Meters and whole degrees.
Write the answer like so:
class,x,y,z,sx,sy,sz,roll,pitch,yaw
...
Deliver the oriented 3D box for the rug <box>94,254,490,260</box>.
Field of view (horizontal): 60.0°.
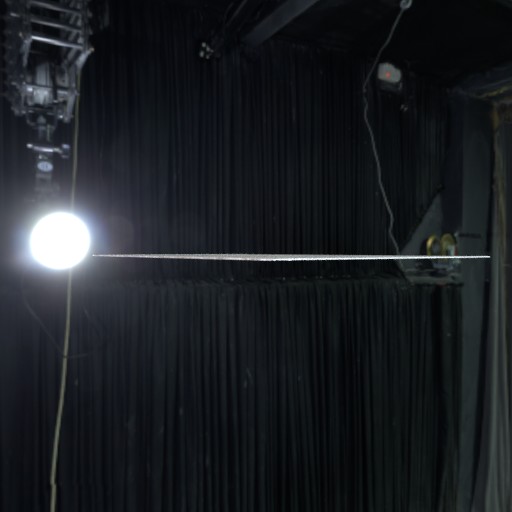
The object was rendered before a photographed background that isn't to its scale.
class,x,y,z,sx,sy,sz,roll,pitch,yaw
rug,0.000,0.000,3.044,1.528,0.010,2.440,0,1,-36
